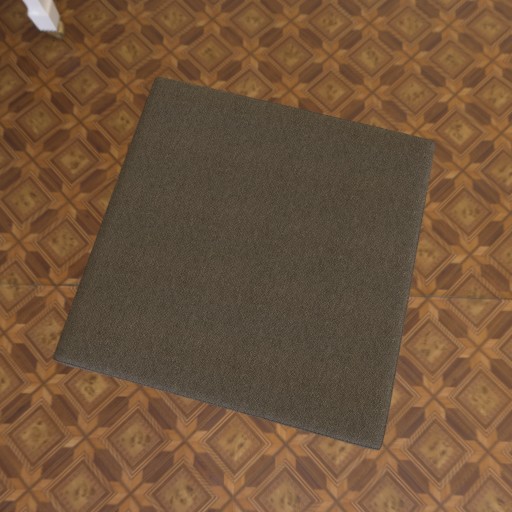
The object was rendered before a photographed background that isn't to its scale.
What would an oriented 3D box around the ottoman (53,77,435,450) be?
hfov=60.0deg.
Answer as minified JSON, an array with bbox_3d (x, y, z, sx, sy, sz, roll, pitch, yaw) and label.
[{"bbox_3d":[0.000,0.000,1.499,0.970,0.378,0.981,14,76,4],"label":"ottoman"}]
